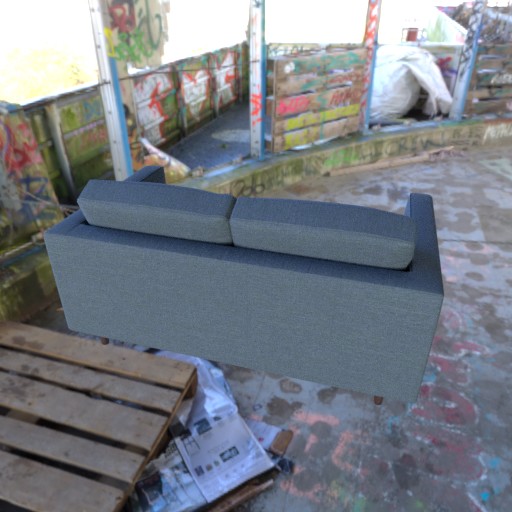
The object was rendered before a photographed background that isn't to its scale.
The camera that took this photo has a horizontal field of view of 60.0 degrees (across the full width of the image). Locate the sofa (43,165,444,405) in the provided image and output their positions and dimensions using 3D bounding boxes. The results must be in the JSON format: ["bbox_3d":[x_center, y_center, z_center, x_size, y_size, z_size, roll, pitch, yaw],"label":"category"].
[{"bbox_3d":[0.000,0.000,2.278,1.659,0.907,0.999,9,32,14],"label":"sofa"}]
